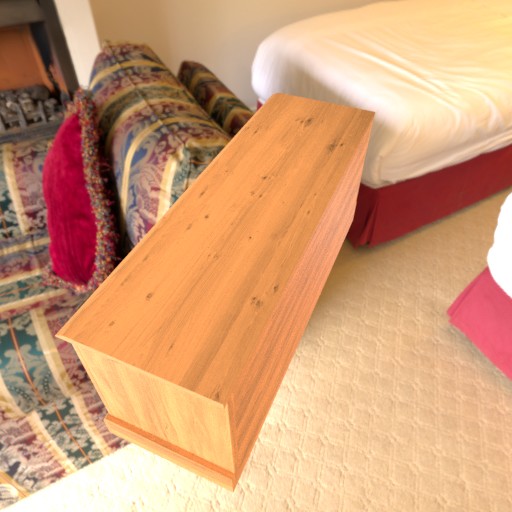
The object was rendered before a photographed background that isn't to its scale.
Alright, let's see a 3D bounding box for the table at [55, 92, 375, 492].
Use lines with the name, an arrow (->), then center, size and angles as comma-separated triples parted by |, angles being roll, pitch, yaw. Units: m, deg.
table -> 0.000, 0.000, 1.435 | 0.400, 0.510, 1.200 | 18, 48, 16
